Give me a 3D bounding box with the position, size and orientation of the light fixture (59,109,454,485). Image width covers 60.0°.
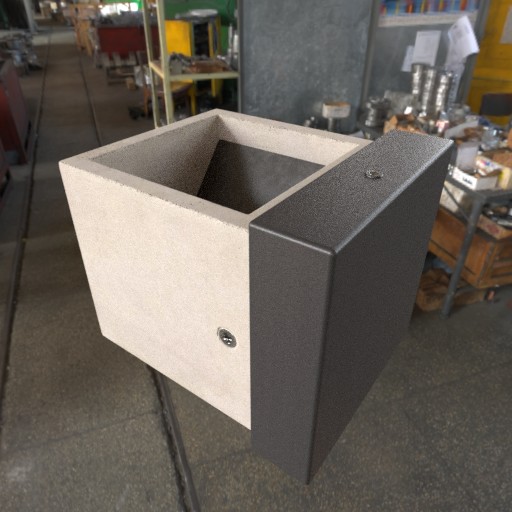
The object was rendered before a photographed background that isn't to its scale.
[{"bbox_3d":[0.000,0.000,0.234,0.143,0.121,0.121,22,39,30],"label":"light fixture"}]
